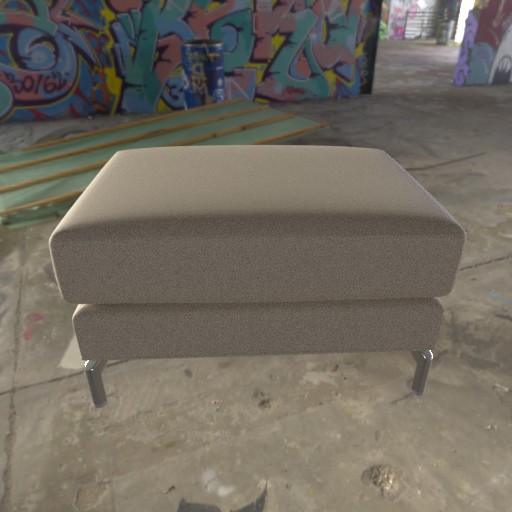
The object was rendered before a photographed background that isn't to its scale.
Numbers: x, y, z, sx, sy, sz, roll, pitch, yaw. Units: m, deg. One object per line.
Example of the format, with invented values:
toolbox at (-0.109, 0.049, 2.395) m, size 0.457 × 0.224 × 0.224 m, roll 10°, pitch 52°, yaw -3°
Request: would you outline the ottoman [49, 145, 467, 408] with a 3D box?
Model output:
ottoman at (0.000, 0.000, 1.199) m, size 0.835 × 0.497 × 0.581 m, roll -1°, pitch 30°, yaw -2°
